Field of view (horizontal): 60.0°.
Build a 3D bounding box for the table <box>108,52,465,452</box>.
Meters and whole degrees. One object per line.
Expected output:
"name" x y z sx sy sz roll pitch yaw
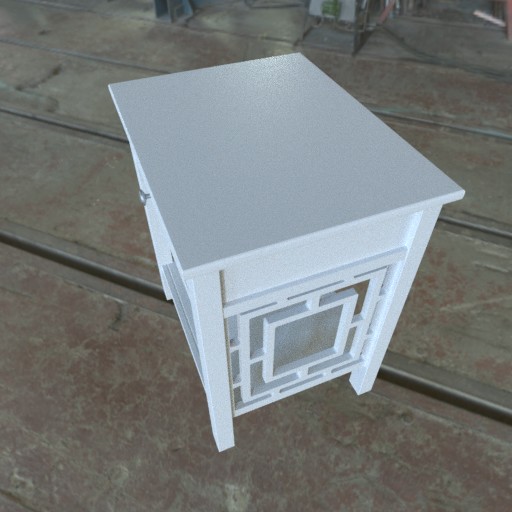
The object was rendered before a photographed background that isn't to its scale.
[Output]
"table" 0.000 0.000 1.018 0.451 0.646 0.564 -16 48 -15
